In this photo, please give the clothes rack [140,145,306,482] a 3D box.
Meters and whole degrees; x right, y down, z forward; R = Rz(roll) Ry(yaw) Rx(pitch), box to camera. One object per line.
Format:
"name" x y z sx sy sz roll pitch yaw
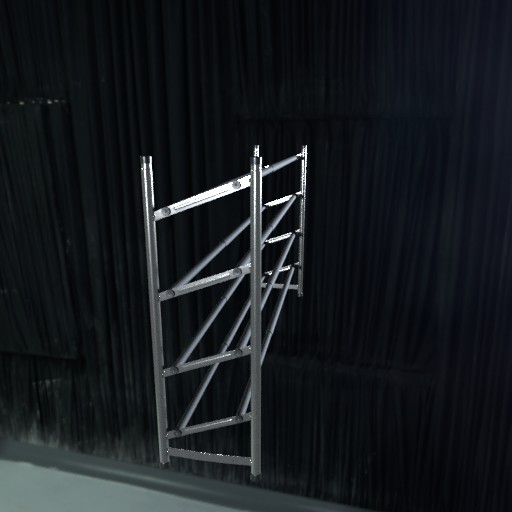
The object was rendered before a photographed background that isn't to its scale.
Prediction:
"clothes rack" 0.000 0.000 1.423 0.229 0.672 1.168 3 15 10
